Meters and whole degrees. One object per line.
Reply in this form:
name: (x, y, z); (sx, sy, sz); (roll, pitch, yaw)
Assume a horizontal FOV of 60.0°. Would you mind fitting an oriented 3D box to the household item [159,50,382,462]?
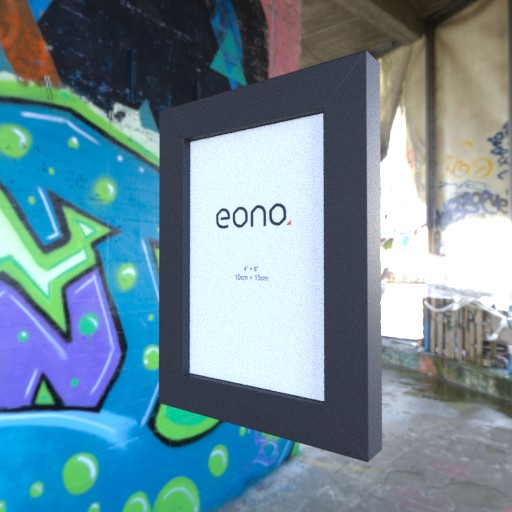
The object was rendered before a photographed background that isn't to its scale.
household item: (0.000, 0.000, 0.237); (0.133, 0.178, 0.022); (-1, -1, 37)
